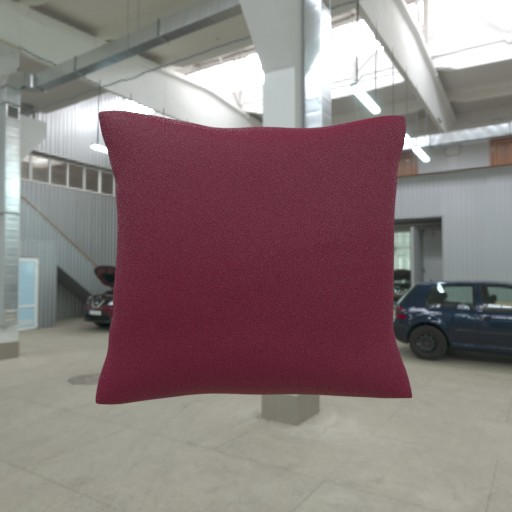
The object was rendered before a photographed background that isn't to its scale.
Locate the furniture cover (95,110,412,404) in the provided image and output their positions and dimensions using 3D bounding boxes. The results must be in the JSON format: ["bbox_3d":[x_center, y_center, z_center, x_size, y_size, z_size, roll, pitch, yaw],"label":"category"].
[{"bbox_3d":[0.000,0.000,0.778,0.552,0.509,0.193,0,-2,-3],"label":"furniture cover"}]
